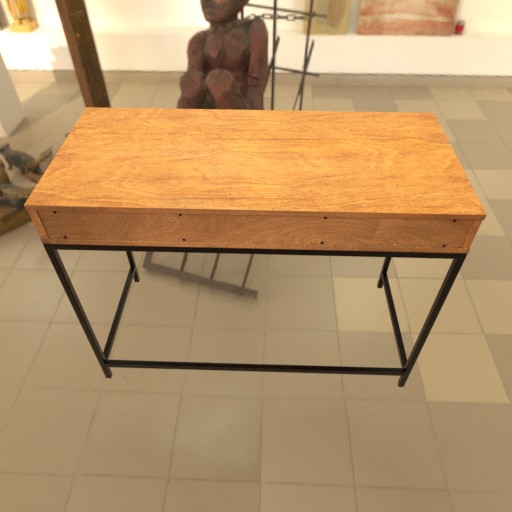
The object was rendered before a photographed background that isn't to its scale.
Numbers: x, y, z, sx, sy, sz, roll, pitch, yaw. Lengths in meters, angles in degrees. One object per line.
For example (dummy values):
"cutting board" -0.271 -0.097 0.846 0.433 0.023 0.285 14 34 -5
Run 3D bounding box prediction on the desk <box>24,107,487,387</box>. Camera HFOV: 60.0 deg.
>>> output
"desk" 0.000 0.000 1.408 1.016 0.762 0.470 1 45 1
